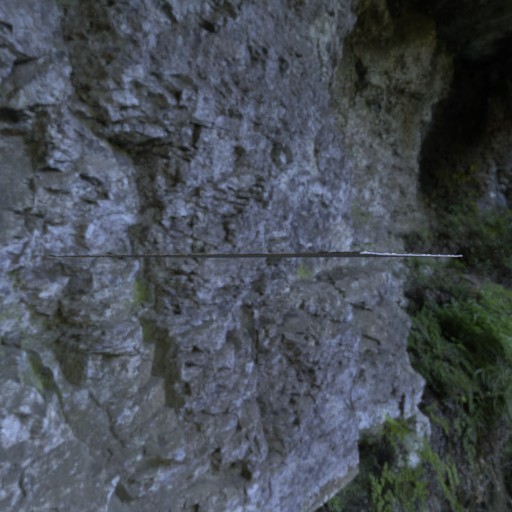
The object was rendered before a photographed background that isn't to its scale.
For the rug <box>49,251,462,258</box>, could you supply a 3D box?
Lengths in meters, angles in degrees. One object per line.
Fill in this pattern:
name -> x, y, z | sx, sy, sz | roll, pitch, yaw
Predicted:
rug -> 0.000, 0.000, 4.316 | 3.228, 0.024, 2.443 | 0, -1, 37
